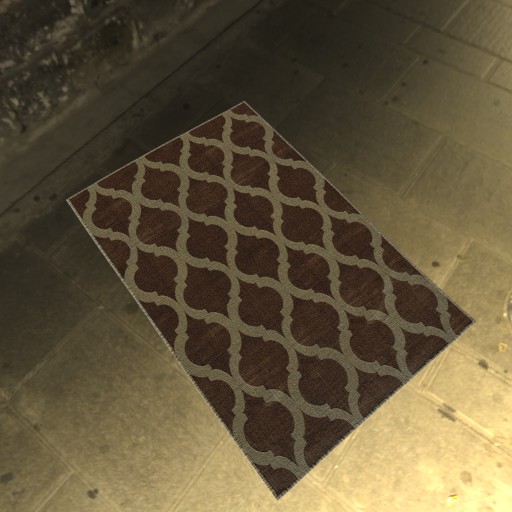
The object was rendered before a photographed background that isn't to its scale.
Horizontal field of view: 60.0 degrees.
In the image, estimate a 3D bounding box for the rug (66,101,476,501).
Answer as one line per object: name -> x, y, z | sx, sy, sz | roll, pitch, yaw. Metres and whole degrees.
rug -> 0.000, 0.000, 2.813 | 1.522, 0.008, 2.284 | -35, 68, -17
